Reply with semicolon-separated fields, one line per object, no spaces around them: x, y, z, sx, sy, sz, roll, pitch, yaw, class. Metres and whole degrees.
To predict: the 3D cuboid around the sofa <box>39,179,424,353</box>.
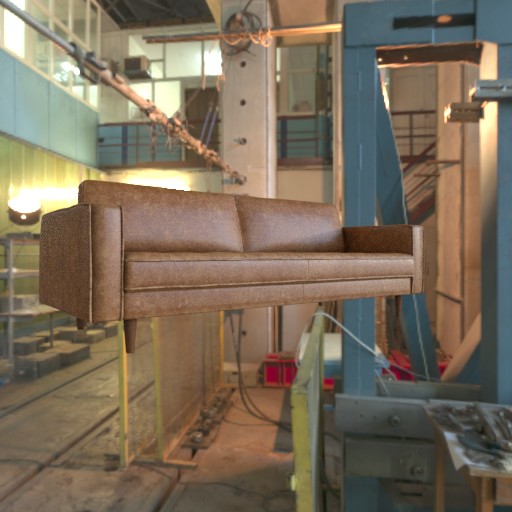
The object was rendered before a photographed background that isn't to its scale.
0.000;0.000;2.606;2.199;0.779;0.886;0;0;-37;sofa
